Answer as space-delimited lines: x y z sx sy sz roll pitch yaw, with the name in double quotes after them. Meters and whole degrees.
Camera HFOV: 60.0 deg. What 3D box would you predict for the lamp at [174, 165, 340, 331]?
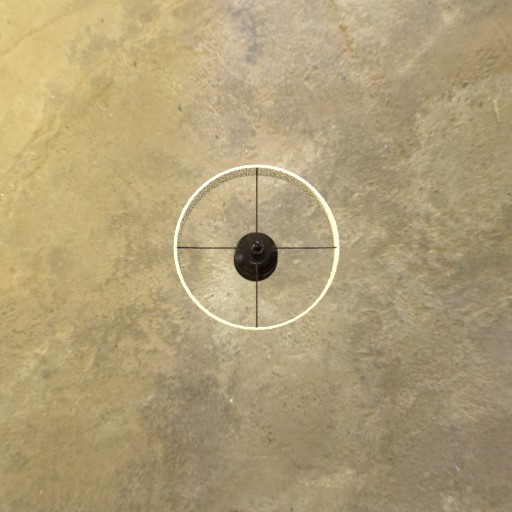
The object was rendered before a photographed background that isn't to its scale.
0.000 0.000 1.658 0.431 1.484 0.431 0 89 0 "lamp"
